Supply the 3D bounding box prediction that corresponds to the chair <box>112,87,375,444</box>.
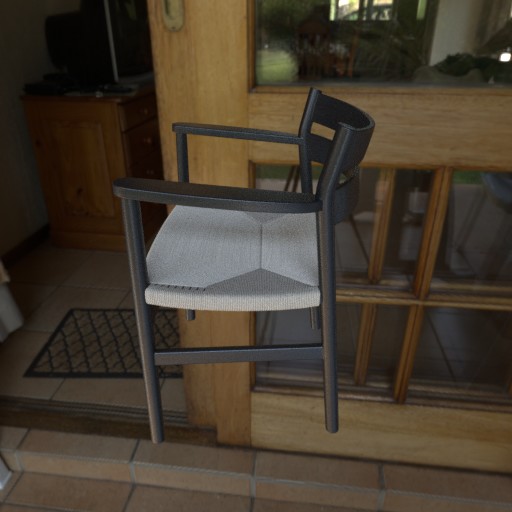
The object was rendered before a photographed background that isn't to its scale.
[{"bbox_3d":[0.000,0.000,1.159,0.508,0.775,0.630,1,27,1],"label":"chair"}]
